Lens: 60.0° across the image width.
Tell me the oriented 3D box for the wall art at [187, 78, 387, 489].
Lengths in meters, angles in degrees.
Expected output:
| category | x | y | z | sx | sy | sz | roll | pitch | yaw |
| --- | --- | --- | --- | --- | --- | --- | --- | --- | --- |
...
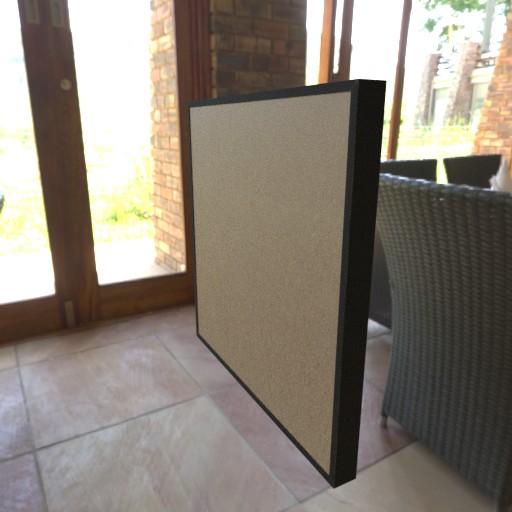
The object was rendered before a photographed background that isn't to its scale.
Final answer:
| category | x | y | z | sx | sy | sz | roll | pitch | yaw |
| --- | --- | --- | --- | --- | --- | --- | --- | --- | --- |
| wall art | 0.000 | 0.000 | 0.740 | 0.038 | 0.508 | 0.508 | -9 | 18 | -27 |
